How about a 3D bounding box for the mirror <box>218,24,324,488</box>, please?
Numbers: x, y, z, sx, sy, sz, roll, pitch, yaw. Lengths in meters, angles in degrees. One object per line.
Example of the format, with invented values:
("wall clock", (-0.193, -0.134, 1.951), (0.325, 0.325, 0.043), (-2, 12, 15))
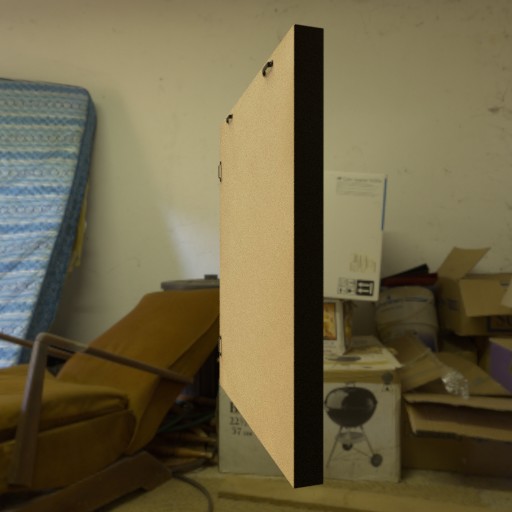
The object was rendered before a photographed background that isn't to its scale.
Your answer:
("mirror", (0.000, 0.000, 0.683), (0.041, 0.509, 0.406), (0, 0, -16))
